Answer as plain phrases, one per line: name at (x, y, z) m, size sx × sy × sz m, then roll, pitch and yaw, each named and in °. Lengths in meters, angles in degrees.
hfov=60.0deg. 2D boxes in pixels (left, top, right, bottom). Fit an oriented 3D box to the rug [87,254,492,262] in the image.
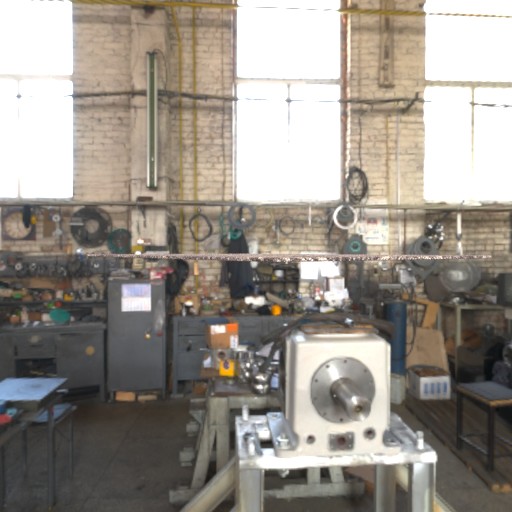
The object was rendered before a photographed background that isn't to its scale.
rug at (0.000, 0.000, 2.263) m, size 1.186 × 0.012 × 1.814 m, roll 0°, pitch 1°, yaw -36°
